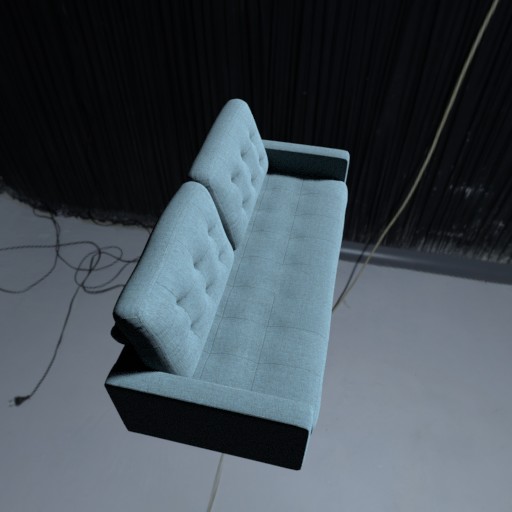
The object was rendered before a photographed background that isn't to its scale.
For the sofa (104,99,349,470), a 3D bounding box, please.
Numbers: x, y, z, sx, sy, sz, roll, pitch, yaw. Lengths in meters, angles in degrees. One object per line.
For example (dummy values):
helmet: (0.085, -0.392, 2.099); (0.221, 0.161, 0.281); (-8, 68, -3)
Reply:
sofa: (0.000, 0.000, 2.585); (0.966, 1.050, 2.010); (9, 47, 9)
